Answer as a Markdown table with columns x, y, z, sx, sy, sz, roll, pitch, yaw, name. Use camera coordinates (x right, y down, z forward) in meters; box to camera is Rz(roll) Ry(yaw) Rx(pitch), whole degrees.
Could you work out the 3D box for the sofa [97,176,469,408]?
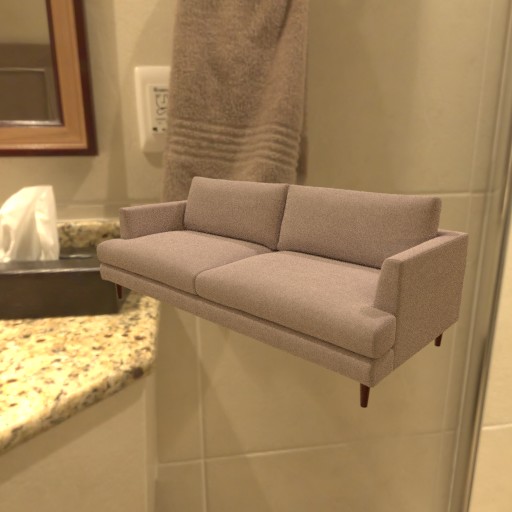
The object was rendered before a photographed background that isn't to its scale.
| x | y | z | sx | sy | sz | roll | pitch | yaw | name |
| --- | --- | --- | --- | --- | --- | --- | --- | --- | --- |
| 0.000 | 0.000 | 2.832 | 2.250 | 0.868 | 1.020 | 13 | 19 | 41 | sofa |
